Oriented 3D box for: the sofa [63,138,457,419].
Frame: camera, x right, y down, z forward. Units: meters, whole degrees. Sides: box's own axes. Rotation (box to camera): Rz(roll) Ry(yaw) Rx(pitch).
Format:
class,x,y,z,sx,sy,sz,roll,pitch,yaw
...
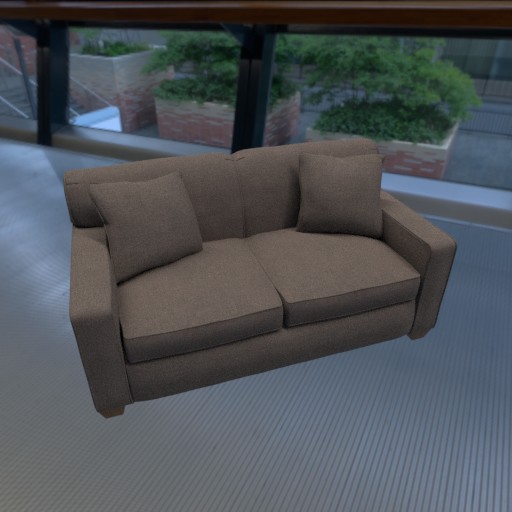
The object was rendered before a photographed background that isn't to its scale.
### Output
class,x,y,z,sx,sy,sz,roll,pitch,yaw
sofa,0.000,0.000,2.417,1.846,0.958,1.000,-10,33,-16
